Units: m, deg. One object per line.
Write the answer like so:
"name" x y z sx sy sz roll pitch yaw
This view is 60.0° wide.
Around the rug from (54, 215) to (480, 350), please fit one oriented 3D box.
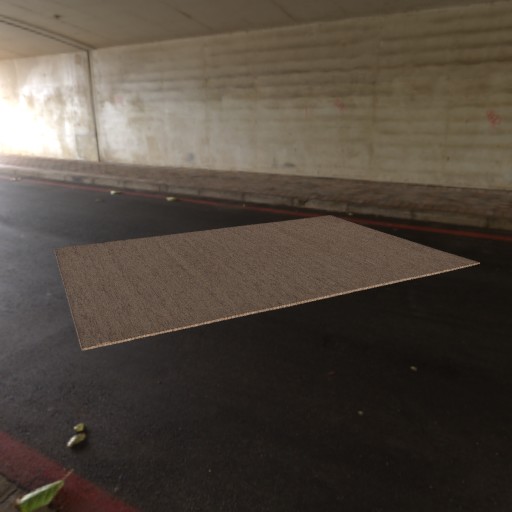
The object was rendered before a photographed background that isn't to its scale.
"rug" 0.000 0.000 2.291 1.840 0.013 1.225 -9 20 -26
